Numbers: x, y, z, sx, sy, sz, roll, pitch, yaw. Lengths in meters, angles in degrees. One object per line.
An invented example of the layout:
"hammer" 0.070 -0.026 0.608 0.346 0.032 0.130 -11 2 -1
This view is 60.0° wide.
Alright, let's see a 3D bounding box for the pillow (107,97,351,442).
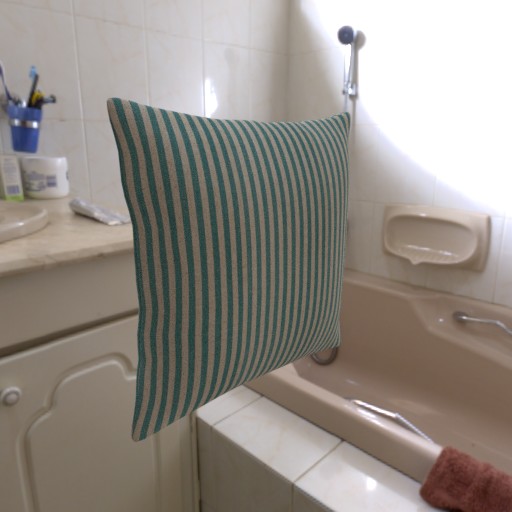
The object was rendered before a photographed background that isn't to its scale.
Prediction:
"pillow" 0.000 0.000 0.793 0.523 0.510 0.166 -13 20 -41
